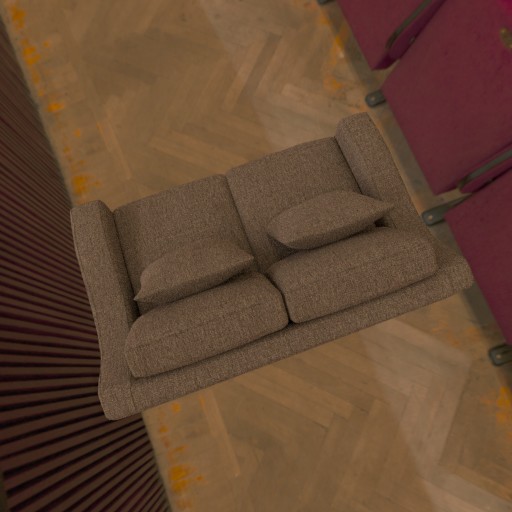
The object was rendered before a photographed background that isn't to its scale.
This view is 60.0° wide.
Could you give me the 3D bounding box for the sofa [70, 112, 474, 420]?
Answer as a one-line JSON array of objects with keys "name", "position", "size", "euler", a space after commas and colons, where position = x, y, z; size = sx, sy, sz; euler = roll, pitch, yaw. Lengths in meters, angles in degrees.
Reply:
[{"name": "sofa", "position": [0.000, 0.000, 2.399], "size": [1.778, 0.991, 1.120], "euler": [-19, 76, -5]}]
